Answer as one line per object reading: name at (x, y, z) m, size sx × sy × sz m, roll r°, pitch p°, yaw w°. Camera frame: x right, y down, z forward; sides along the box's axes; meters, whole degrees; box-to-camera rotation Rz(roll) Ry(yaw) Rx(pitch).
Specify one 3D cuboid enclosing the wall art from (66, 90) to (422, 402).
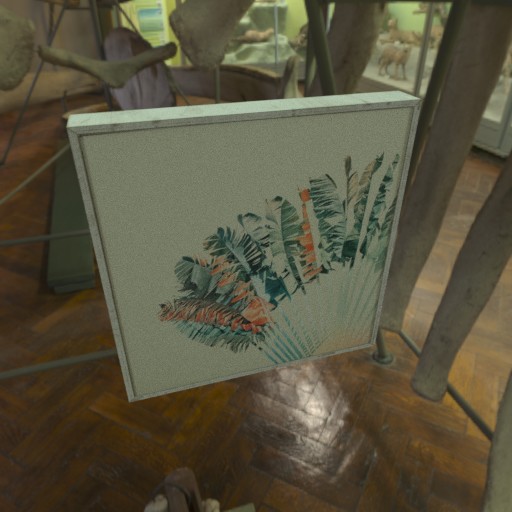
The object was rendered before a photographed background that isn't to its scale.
wall art at (0.000, 0.000, 0.461) m, size 0.305 × 0.303 × 0.038 m, roll -9°, pitch 33°, yaw -14°
